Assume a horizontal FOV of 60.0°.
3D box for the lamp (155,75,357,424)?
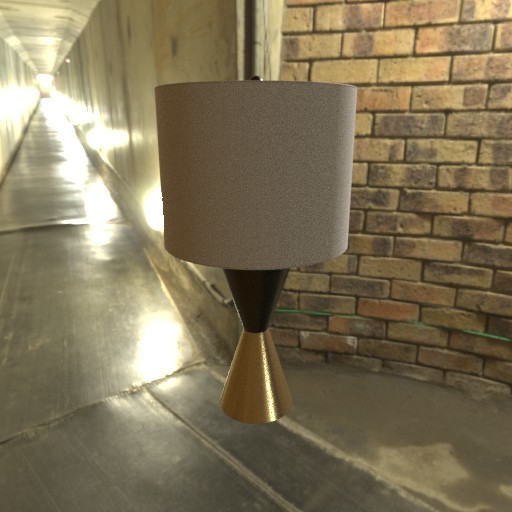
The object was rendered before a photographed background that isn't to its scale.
[{"bbox_3d":[0.000,0.000,0.757,0.304,0.573,0.304,2,17,8],"label":"lamp"}]
